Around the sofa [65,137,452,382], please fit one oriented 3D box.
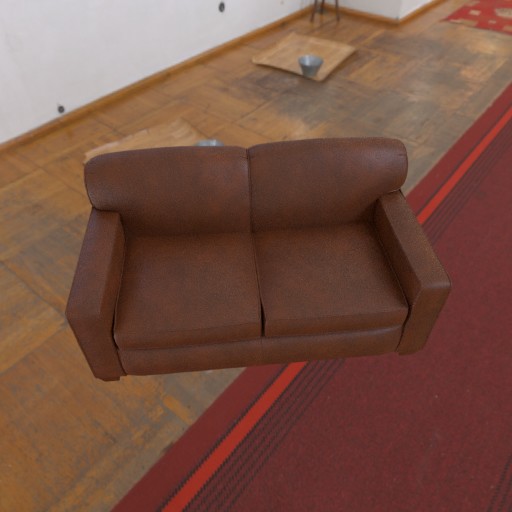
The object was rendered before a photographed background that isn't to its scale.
[{"bbox_3d":[0.000,0.000,2.502,1.856,0.966,1.000,-4,45,-4],"label":"sofa"}]
